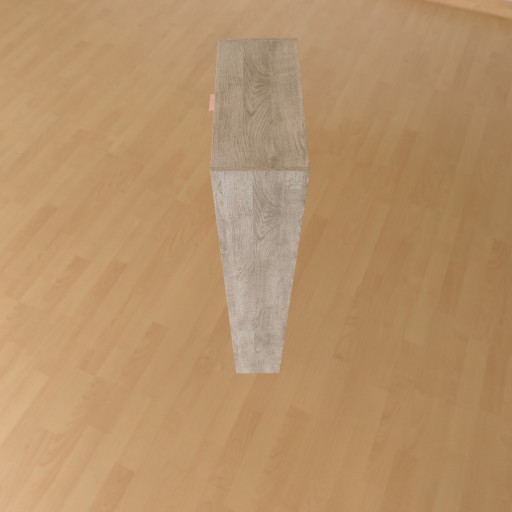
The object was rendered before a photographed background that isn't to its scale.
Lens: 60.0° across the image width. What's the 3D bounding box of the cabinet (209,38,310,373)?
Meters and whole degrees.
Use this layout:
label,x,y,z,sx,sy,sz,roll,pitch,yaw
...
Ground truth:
label,x,y,z,sx,sy,sz,roll,pitch,yaw
cabinet,0.000,0.000,1.875,0.250,1.630,0.520,0,59,0
